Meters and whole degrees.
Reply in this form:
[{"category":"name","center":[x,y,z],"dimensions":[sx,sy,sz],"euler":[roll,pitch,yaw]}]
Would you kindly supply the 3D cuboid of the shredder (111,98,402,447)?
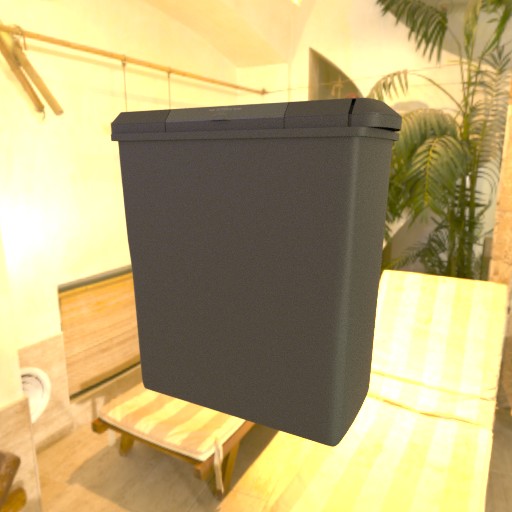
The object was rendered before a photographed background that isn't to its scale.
[{"category":"shredder","center":[0.000,0.000,0.523],"dimensions":[0.320,0.335,0.170],"euler":[7,14,27]}]
